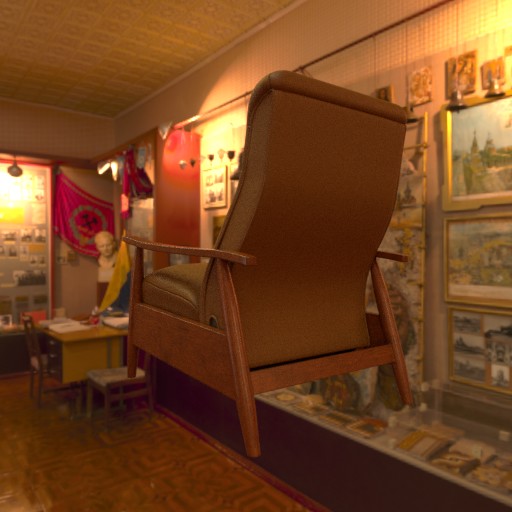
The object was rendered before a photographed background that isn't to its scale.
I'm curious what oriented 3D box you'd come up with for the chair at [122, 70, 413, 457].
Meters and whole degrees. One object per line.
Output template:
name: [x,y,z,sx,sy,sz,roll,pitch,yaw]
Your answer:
chair: [0.000,0.000,1.805,0.762,1.082,1.014,-1,1,-36]
